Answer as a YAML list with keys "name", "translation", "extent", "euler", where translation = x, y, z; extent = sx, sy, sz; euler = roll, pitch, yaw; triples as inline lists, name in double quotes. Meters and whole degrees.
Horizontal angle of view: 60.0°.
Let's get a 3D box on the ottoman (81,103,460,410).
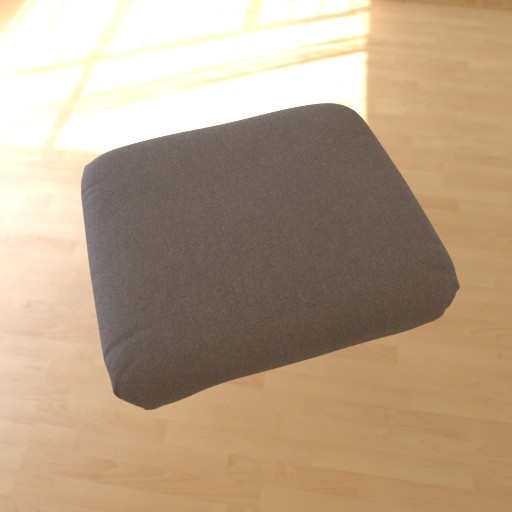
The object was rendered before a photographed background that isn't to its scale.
- name: "ottoman"
  translation: [0.000, 0.000, 1.111]
  extent: [0.747, 0.450, 0.622]
  euler: [-15, 60, -9]
